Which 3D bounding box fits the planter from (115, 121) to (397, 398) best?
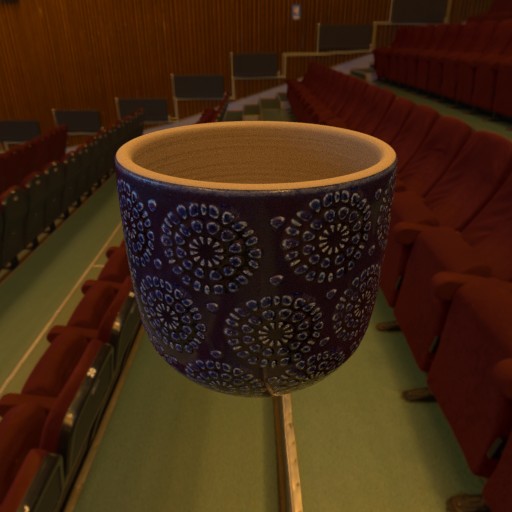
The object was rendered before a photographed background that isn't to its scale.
[{"bbox_3d":[0.000,0.000,0.298,0.165,0.149,0.165,0,27,0],"label":"planter"}]
